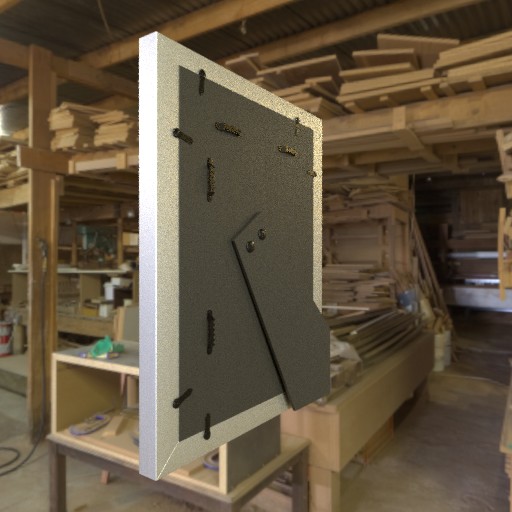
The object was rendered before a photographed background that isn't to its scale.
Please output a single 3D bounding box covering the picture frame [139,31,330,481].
[{"bbox_3d":[0.000,0.000,0.508,0.036,0.386,0.307,0,0,36],"label":"picture frame"}]
